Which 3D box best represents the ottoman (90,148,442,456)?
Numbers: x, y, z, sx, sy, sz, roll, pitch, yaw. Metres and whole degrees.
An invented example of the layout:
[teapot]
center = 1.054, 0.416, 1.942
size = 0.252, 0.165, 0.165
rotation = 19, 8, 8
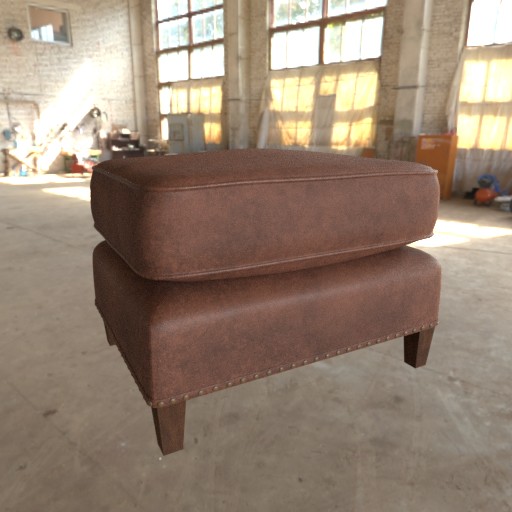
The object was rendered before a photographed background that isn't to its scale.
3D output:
[ottoman]
center = 0.000, 0.000, 1.137
size = 0.738, 0.537, 0.589
rotation = -8, 18, -27
